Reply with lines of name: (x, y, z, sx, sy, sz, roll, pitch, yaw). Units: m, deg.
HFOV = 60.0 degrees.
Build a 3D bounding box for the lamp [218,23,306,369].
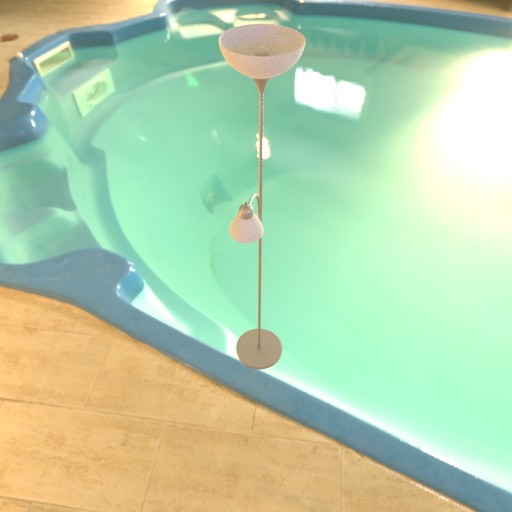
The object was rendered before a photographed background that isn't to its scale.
lamp: (0.000, 0.000, 1.984, 0.279, 1.804, 0.425, 10, 47, 10)
